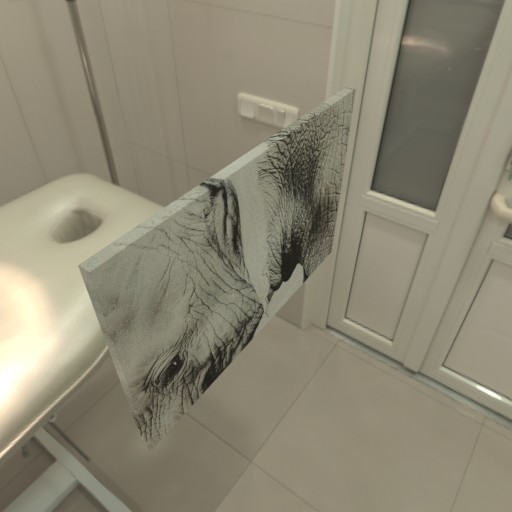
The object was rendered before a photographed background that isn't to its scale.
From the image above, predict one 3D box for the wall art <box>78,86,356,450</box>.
[{"bbox_3d":[0.000,0.000,1.457,0.035,0.758,1.141,26,48,26],"label":"wall art"}]
